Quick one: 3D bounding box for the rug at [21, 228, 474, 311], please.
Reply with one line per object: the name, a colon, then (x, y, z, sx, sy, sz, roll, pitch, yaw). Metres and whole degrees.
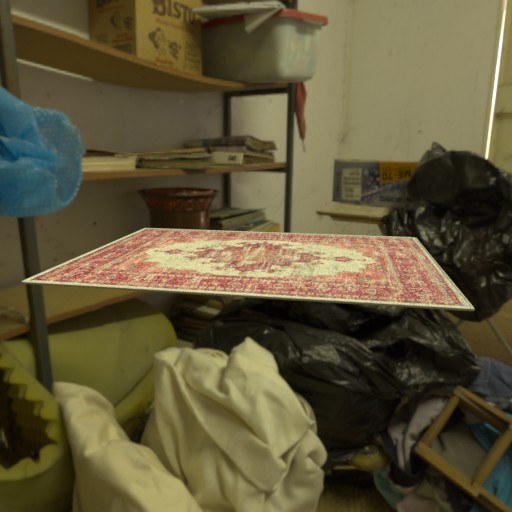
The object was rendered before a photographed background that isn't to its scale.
rug: (0.000, 0.000, 2.249, 1.747, 0.011, 1.217, 3, 14, 10)
